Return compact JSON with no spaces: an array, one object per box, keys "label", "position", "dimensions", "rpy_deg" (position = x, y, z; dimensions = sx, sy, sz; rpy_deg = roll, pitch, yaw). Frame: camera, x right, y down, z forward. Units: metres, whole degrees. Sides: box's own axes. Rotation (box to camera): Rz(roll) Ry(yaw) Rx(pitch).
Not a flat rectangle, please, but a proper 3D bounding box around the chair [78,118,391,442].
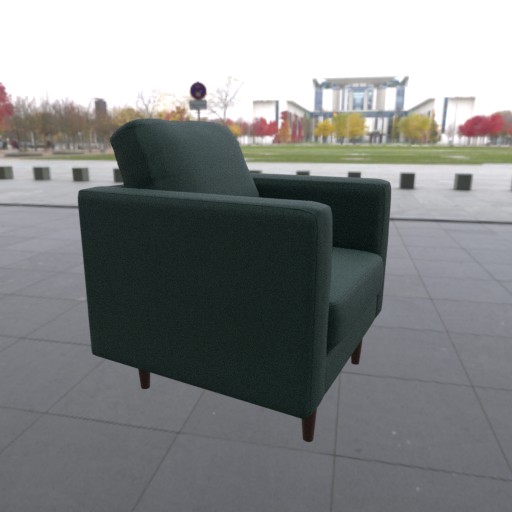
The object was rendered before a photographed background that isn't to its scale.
[{"label":"chair","position":[0.000,0.000,1.564],"dimensions":[0.800,0.927,0.855],"rpy_deg":[7,16,26]}]
